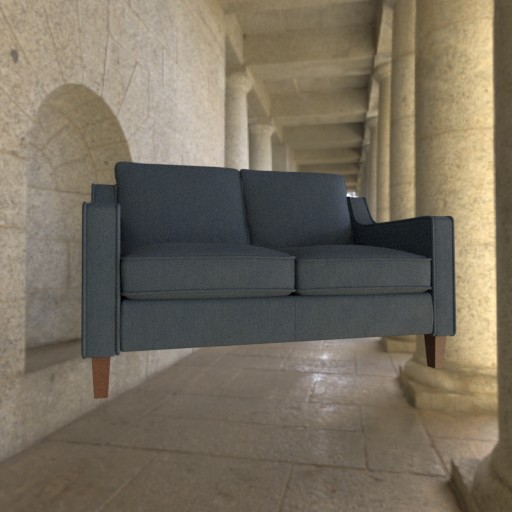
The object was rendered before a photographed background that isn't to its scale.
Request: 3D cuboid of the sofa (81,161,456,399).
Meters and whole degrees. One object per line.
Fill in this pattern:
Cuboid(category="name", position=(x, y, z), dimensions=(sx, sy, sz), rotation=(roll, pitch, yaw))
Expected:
Cuboid(category="sofa", position=(0.000, 0.000, 2.118), dimensions=(1.501, 0.971, 0.987), rotation=(0, -1, -18))
